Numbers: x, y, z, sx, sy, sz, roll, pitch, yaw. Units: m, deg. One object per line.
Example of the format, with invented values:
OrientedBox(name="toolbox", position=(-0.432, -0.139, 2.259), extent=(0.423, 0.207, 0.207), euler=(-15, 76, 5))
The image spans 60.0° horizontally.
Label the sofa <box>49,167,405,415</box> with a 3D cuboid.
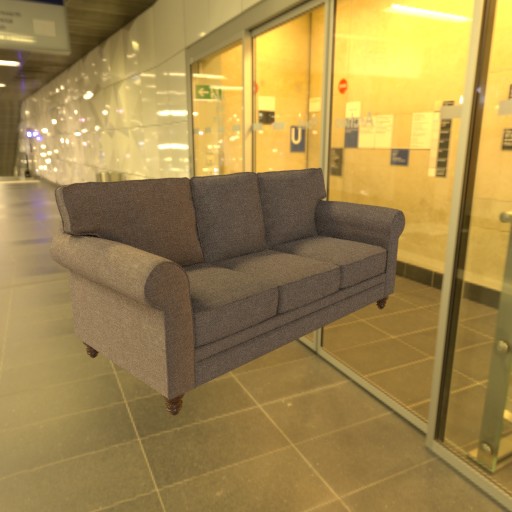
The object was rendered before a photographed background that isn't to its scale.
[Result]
OrientedBox(name="sofa", position=(0.000, 0.000, 2.669), extent=(0.916, 0.961, 2.084), euler=(14, 19, 43))
